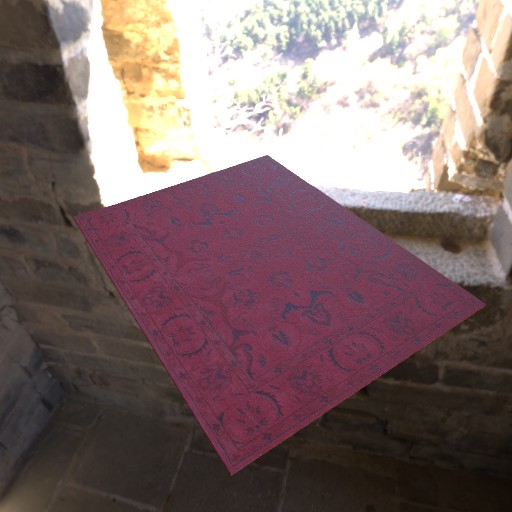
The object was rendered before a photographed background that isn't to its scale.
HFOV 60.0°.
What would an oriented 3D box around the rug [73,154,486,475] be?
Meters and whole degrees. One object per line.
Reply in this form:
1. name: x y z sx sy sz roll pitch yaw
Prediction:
1. rug: 0.000 0.000 3.844 2.300 0.012 2.929 -24 46 -25
